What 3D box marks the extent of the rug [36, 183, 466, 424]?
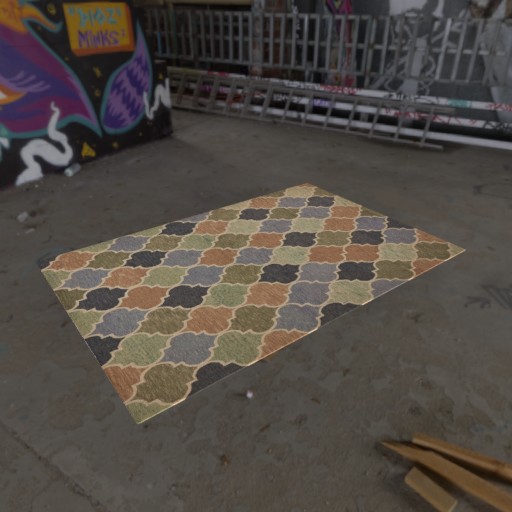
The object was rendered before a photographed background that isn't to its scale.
[{"bbox_3d":[0.000,0.000,2.263,1.828,0.006,1.216,-21,36,-31],"label":"rug"}]
